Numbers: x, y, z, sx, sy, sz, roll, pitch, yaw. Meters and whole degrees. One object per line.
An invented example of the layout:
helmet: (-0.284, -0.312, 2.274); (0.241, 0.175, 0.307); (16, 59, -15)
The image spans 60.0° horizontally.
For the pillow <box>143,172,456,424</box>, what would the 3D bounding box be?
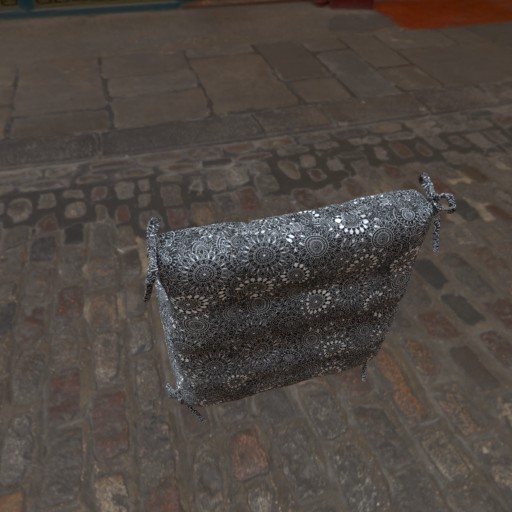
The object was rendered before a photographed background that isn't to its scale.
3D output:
pillow: (0.000, 0.000, 1.014); (0.519, 0.605, 0.571); (-11, 44, -12)
